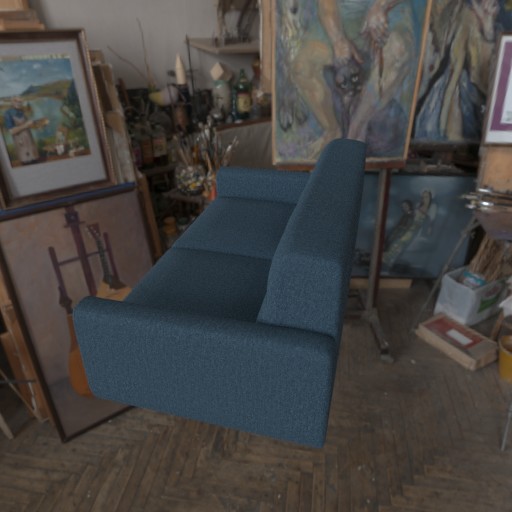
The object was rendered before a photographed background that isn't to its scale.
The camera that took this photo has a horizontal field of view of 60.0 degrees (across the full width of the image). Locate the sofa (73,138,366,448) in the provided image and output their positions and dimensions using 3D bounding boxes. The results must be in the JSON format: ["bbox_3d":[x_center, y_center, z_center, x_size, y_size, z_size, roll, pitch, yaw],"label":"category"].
[{"bbox_3d":[0.000,0.000,2.215,0.942,0.896,1.651,8,31,13],"label":"sofa"}]
